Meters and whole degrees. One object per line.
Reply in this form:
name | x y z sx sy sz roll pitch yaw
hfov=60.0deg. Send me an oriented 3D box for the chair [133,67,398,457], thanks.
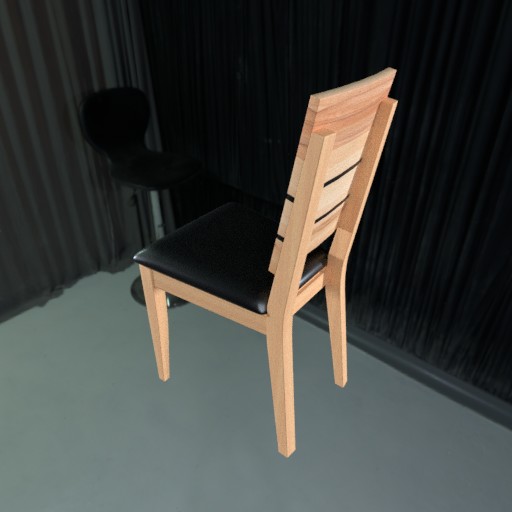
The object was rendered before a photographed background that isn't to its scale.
chair | 0.000 0.000 1.171 0.520 0.940 0.410 23 40 31
